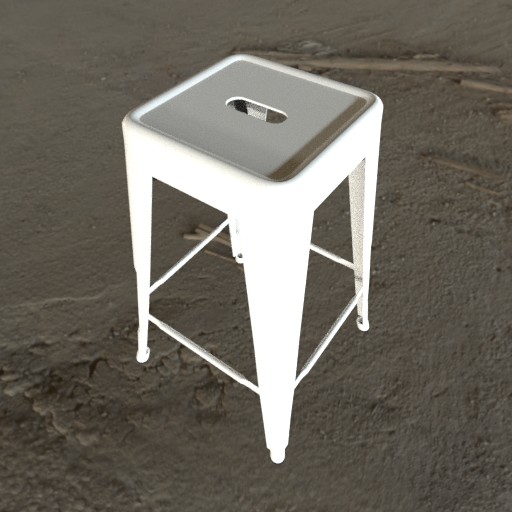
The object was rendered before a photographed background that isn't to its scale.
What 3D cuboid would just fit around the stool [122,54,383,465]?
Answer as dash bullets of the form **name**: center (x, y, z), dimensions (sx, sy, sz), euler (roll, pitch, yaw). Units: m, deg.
- **stool**: center (0.000, 0.000, 0.836), dimensions (0.406, 0.610, 0.406), euler (28, 53, 23)
